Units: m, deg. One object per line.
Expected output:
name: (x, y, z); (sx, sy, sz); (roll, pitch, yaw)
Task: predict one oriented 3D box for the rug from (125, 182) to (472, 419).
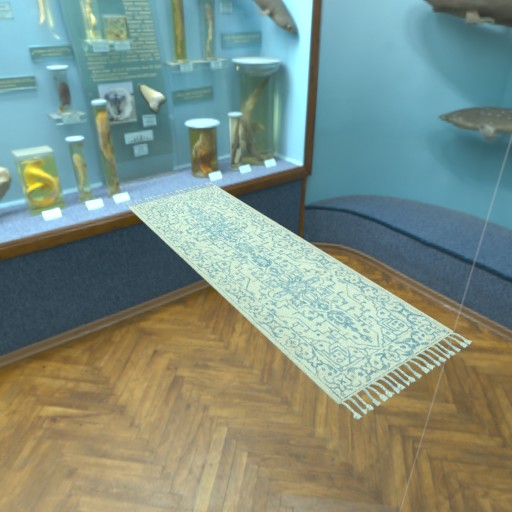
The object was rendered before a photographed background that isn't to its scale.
rug: (0.000, 0.000, 2.741); (0.774, 0.011, 2.449); (-20, 36, -29)
